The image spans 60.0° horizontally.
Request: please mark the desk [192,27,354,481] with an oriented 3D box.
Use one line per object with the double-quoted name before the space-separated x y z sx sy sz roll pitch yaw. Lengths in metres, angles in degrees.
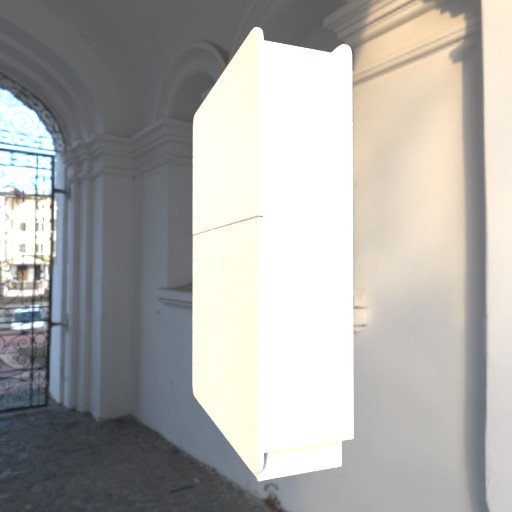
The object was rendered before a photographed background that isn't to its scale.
"desk" 0.000 0.000 1.540 0.278 1.190 0.795 0 -1 -20
